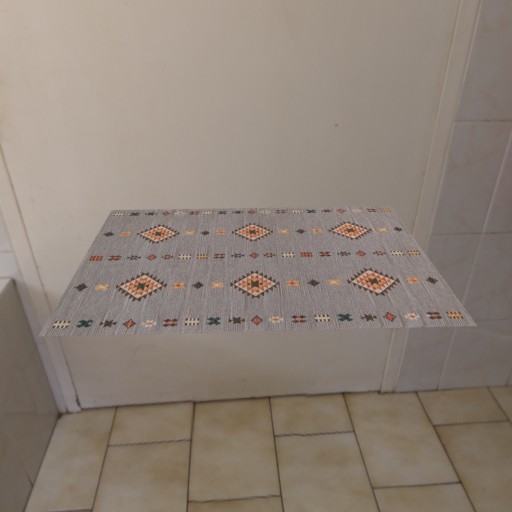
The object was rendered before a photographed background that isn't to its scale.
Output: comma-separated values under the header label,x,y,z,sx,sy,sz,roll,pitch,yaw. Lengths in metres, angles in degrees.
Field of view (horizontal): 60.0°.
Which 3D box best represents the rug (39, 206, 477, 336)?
label,x,y,z,sx,sy,sz,roll,pitch,yaw
rug,0.000,0.000,2.360,1.818,0.005,1.217,-1,31,-2
